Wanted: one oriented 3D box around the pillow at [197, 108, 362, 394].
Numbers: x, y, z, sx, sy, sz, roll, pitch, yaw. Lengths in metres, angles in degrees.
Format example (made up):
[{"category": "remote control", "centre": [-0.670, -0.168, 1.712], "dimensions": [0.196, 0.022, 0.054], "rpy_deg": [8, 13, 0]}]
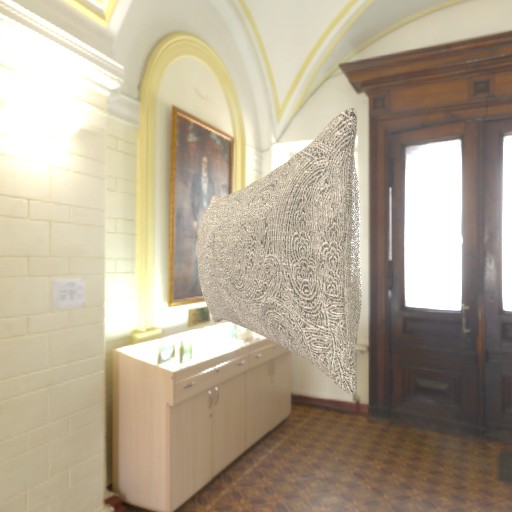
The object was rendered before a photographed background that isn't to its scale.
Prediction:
[{"category": "pillow", "centre": [0.000, 0.000, 0.739], "dimensions": [0.151, 0.295, 0.615], "rpy_deg": [0, -1, -19]}]
